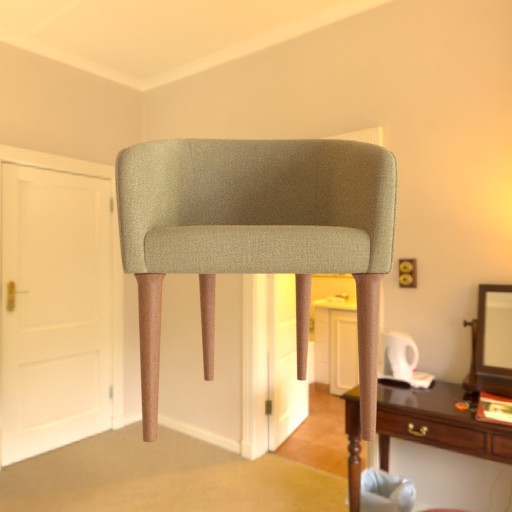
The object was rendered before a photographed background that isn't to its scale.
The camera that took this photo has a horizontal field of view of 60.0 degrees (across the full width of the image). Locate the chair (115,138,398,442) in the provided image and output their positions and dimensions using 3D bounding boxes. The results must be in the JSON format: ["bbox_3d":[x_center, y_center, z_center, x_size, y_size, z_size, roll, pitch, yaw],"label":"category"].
[{"bbox_3d":[0.000,0.000,1.193,0.584,0.775,0.616,0,0,-1],"label":"chair"}]
